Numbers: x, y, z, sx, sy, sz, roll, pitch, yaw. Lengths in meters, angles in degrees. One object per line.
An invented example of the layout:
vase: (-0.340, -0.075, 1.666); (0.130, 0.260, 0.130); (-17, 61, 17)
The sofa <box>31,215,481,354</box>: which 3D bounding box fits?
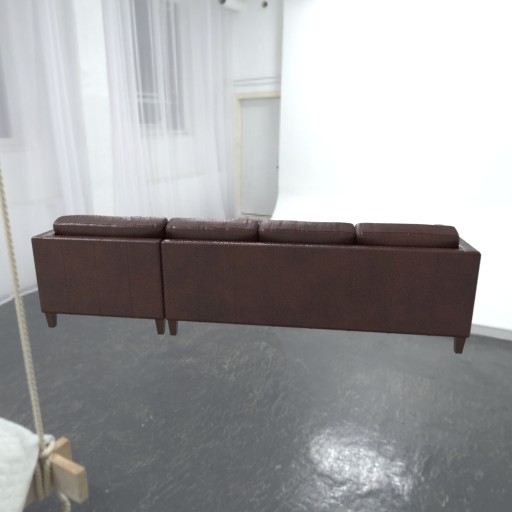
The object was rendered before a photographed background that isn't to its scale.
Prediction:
sofa: (0.000, 0.000, 3.931); (3.203, 0.883, 1.581); (2, 16, 8)
